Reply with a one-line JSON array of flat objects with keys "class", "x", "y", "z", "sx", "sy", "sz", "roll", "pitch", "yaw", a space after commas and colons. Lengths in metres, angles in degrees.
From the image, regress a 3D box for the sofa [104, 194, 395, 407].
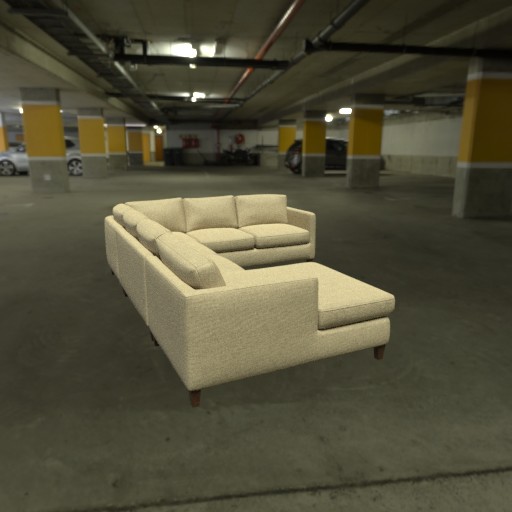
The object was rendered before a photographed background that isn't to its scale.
[{"class": "sofa", "x": 0.000, "y": 0.000, "z": 4.629, "sx": 2.593, "sy": 0.959, "sz": 3.460, "roll": -6, "pitch": 15, "yaw": -25}]
